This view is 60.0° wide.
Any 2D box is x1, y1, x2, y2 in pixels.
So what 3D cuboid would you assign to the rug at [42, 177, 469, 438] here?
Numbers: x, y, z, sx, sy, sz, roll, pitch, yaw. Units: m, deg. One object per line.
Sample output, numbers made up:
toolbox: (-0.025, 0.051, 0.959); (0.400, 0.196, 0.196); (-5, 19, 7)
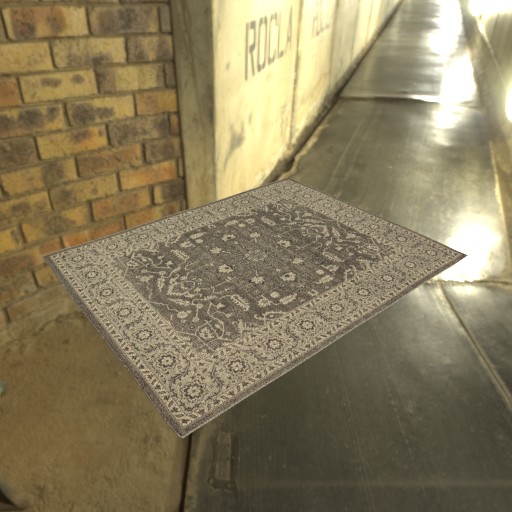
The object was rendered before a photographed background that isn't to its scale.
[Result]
rug: (0.000, 0.000, 4.059); (3.069, 0.026, 2.451); (-23, 39, -32)
